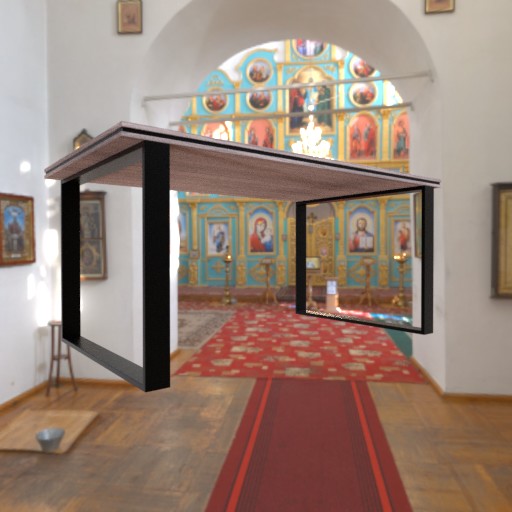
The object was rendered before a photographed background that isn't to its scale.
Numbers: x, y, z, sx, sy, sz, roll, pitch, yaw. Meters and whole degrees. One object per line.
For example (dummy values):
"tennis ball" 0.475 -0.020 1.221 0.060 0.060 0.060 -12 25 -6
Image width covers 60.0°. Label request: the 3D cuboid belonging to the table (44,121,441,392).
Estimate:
"table" 0.000 0.000 2.009 1.579 0.736 0.881 -1 1 -38
